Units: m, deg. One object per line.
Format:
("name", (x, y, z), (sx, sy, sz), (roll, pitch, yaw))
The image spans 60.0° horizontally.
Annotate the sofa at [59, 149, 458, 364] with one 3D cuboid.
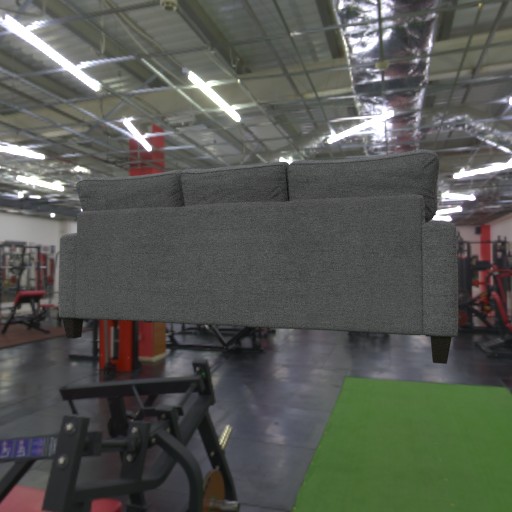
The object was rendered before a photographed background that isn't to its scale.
("sofa", (0.000, 0.000, 2.666), (2.158, 0.965, 0.951), (0, -1, 20))
